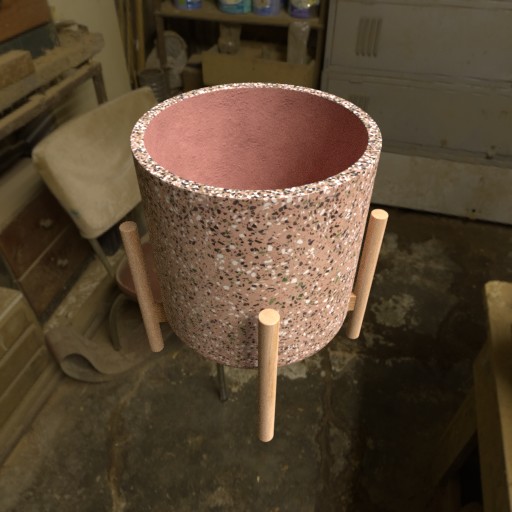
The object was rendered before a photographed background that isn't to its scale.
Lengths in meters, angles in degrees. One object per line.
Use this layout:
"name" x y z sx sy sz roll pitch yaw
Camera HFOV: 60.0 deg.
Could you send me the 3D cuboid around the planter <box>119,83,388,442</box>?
"planter" 0.000 0.000 0.684 0.360 0.419 0.360 12 43 13
